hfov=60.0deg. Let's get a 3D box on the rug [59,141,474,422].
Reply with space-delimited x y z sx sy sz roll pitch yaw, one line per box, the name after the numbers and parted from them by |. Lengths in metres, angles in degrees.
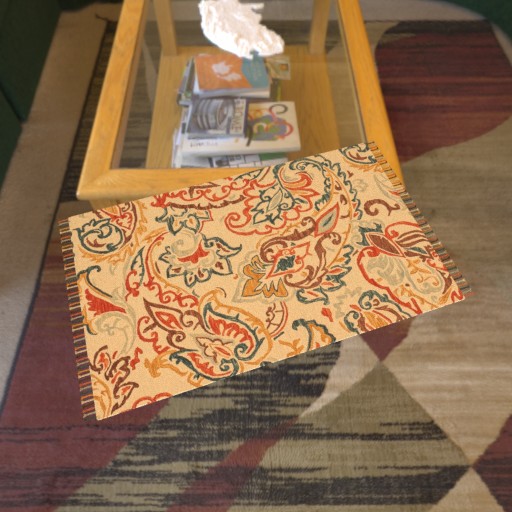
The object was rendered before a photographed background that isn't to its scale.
0.000 0.000 3.129 2.584 0.010 1.523 -16 60 -10 | rug
